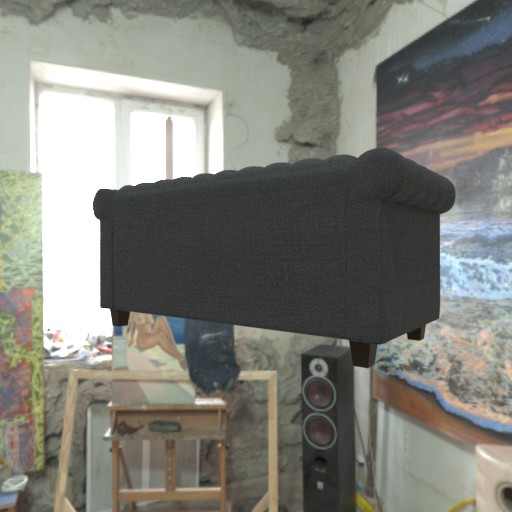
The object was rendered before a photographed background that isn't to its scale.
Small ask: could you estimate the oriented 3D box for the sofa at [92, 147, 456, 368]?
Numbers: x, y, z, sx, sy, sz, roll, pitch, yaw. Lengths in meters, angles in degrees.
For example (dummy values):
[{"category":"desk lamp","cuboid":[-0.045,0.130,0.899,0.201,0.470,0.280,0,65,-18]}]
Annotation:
[{"category":"sofa","cuboid":[0.000,0.000,2.322,1.798,0.797,0.783,0,1,37]}]
